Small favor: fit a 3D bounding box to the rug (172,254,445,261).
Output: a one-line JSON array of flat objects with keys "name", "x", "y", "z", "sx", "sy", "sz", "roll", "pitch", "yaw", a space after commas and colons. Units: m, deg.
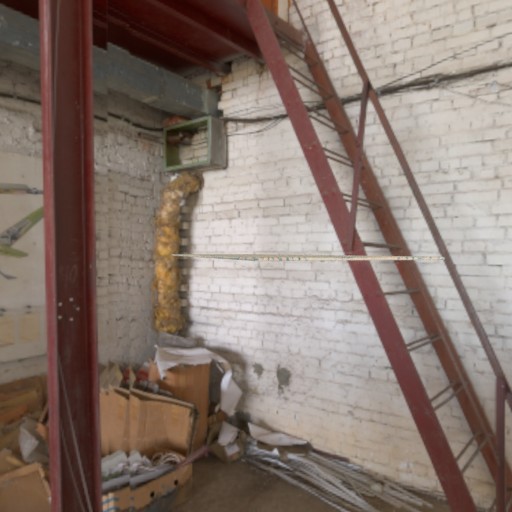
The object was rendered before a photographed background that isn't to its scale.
[{"name": "rug", "x": 0.000, "y": 0.000, "z": 2.766, "sx": 0.775, "sy": 0.012, "sz": 2.452, "roll": 0, "pitch": 1, "yaw": -17}]
